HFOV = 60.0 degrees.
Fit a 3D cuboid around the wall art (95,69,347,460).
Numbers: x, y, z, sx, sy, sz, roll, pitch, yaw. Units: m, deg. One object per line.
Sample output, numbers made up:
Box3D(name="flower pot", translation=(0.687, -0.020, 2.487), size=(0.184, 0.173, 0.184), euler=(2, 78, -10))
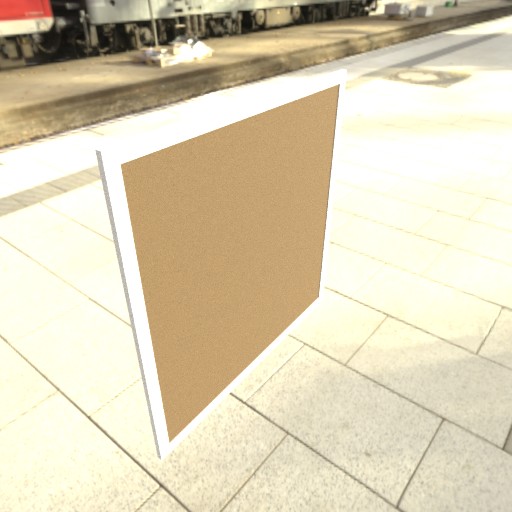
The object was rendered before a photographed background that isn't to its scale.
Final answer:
Box3D(name="wall art", translation=(0.000, 0.000, 1.179), size=(0.015, 0.812, 0.812), euler=(22, 39, 30))
